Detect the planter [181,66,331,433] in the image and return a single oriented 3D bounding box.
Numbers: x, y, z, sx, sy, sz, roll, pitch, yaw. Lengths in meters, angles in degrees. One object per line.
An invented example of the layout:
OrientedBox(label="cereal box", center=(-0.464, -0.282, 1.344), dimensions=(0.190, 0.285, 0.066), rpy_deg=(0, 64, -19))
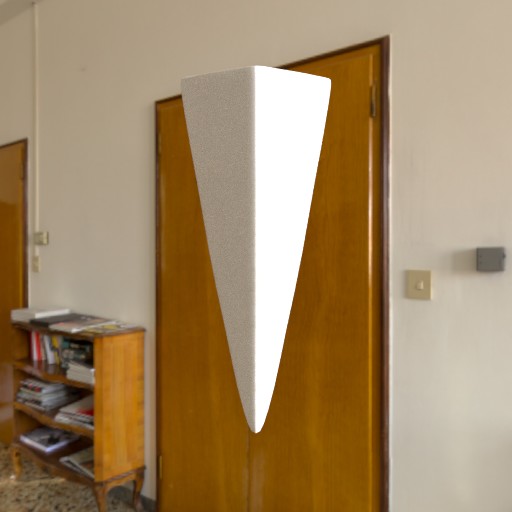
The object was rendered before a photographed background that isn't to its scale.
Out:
OrientedBox(label="planter", center=(0.000, 0.000, 0.395), dimensions=(0.143, 0.338, 0.065), rpy_deg=(0, 0, 0))
